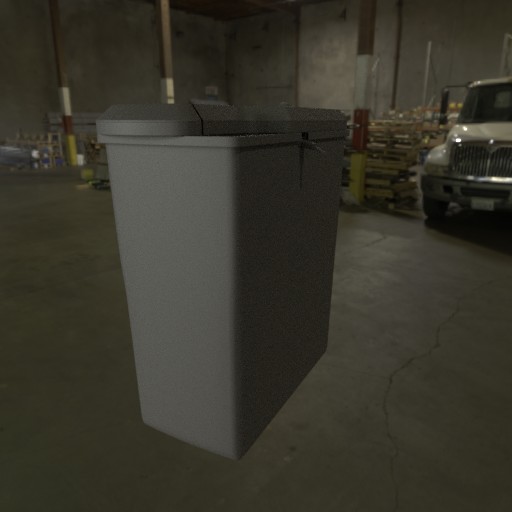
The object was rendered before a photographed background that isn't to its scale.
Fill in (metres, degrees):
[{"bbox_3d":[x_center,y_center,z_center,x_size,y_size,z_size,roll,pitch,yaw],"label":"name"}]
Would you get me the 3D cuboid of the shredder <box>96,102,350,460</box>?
[{"bbox_3d":[0.000,0.000,0.512,0.170,0.335,0.320,9,19,27],"label":"shredder"}]
